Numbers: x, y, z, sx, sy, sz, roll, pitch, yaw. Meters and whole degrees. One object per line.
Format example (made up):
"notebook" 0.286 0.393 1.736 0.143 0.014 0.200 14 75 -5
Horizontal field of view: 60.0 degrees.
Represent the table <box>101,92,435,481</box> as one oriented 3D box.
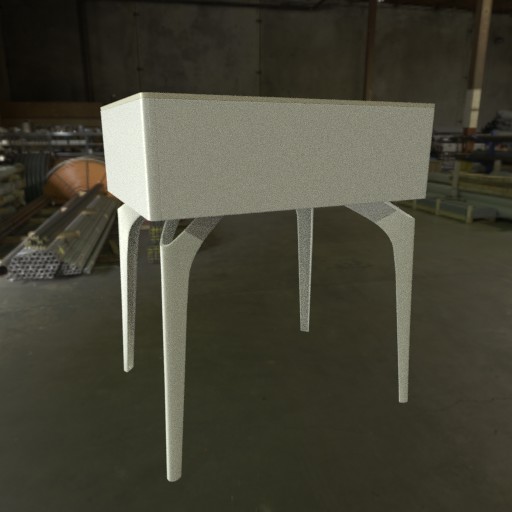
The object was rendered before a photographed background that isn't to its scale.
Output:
"table" 0.000 0.000 0.888 0.500 0.570 0.400 -7 17 -25
